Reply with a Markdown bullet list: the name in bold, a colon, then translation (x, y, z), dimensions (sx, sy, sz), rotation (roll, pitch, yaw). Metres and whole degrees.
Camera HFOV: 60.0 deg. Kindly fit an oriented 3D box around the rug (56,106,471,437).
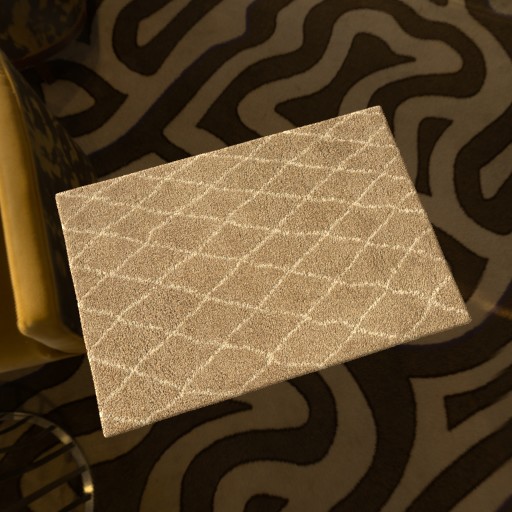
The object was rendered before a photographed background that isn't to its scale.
- **rug**: translation (0.000, 0.000, 2.190), dimensions (1.778, 0.030, 1.219), rotation (-16, 76, -4)
